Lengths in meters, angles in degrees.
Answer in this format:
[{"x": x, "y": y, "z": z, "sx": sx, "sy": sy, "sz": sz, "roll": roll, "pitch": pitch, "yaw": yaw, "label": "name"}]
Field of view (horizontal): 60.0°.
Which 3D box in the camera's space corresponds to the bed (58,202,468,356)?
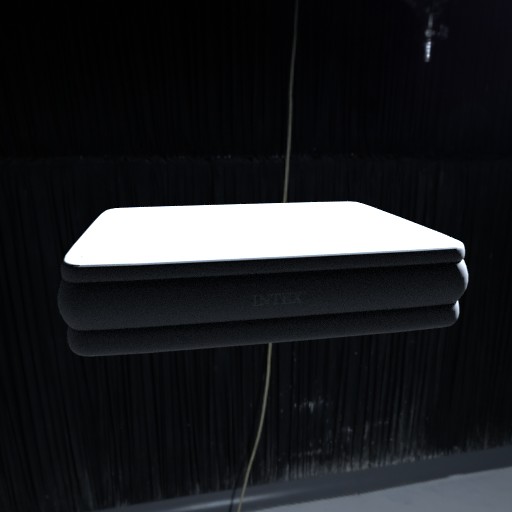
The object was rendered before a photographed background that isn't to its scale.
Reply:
[{"x": 0.000, "y": 0.000, "z": 2.733, "sx": 2.036, "sy": 0.460, "sz": 1.520, "roll": -3, "pitch": 16, "yaw": -10, "label": "bed"}]
